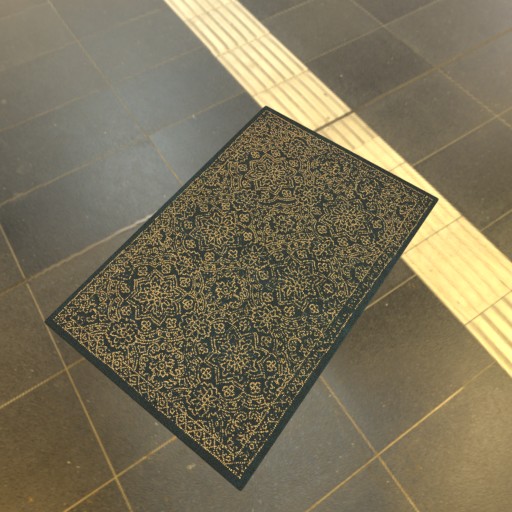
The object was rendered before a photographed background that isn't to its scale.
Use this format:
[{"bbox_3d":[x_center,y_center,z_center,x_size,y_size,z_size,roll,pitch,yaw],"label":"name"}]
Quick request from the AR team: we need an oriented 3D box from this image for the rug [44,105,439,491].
[{"bbox_3d":[0.000,0.000,2.332,1.219,0.010,1.829,34,67,16],"label":"rug"}]
